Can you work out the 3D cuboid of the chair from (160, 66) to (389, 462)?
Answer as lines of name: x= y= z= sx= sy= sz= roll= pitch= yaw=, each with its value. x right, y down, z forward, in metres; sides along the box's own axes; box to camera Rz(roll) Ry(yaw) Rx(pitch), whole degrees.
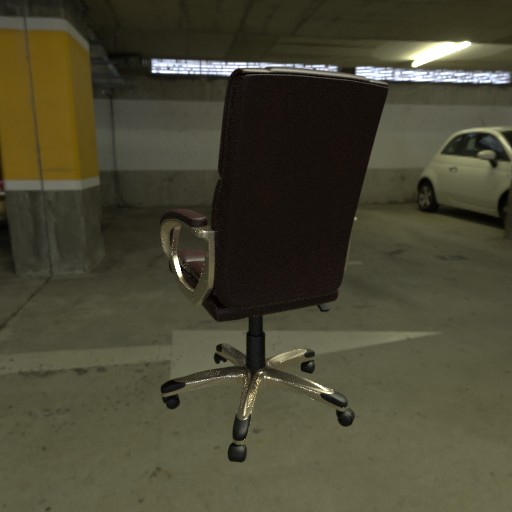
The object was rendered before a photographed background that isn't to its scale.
chair: x=0.000 y=0.000 z=1.540 sx=0.662 sy=1.107 sz=0.739 roll=-7 pitch=14 yaw=-27
